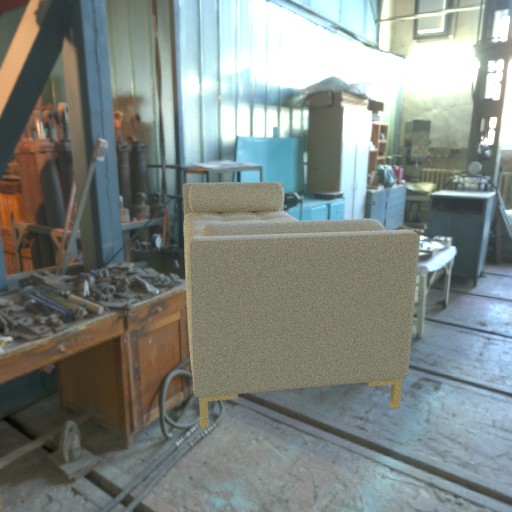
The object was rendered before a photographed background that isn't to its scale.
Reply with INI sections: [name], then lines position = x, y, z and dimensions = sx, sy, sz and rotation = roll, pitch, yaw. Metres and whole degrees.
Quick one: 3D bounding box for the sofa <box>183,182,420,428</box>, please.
[sofa]
position = 0.000, 0.000, 2.341
dimensions = 0.746, 0.641, 1.985
rotation = -2, 14, -9
